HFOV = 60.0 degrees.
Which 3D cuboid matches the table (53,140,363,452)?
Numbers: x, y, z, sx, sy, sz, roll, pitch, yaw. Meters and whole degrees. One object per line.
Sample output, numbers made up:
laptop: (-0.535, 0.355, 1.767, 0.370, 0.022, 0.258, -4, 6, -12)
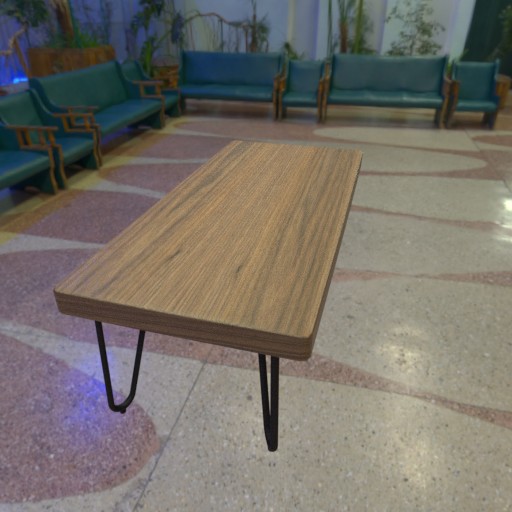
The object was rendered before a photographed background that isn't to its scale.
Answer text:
table: (0.000, 0.000, 1.672, 0.637, 0.468, 1.375, 8, 31, 14)
